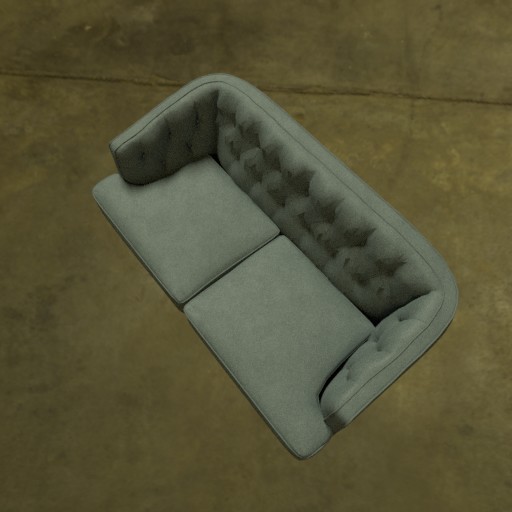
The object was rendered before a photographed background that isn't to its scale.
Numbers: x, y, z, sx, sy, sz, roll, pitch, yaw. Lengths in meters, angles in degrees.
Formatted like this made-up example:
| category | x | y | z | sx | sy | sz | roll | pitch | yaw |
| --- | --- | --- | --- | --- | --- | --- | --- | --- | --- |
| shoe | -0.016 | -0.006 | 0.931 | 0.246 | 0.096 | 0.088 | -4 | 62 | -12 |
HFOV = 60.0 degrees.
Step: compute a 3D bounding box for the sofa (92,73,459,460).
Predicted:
| category | x | y | z | sx | sy | sz | roll | pitch | yaw |
| --- | --- | --- | --- | --- | --- | --- | --- | --- | --- |
| sofa | 0.000 | 0.000 | 2.235 | 0.941 | 0.855 | 1.733 | -36 | 69 | -16 |
